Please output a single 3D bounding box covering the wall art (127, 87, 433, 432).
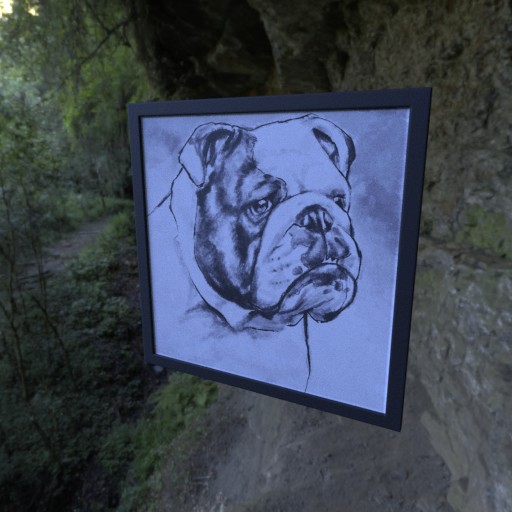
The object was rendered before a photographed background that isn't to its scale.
[{"bbox_3d":[0.000,0.000,0.821,0.562,0.558,0.012,7,16,26],"label":"wall art"}]
